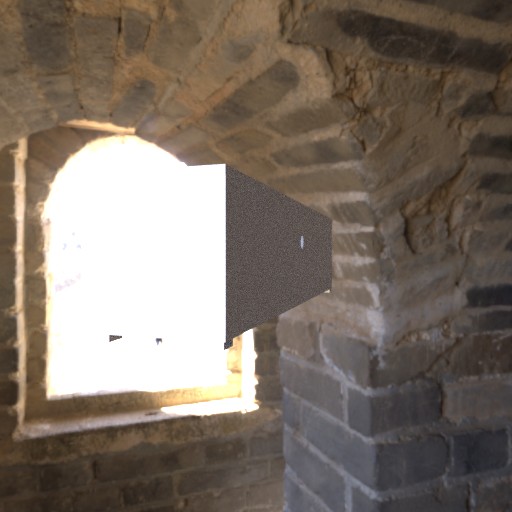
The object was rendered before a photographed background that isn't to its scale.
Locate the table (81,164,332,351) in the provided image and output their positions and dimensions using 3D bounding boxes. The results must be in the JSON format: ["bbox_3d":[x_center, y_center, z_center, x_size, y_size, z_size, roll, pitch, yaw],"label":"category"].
[{"bbox_3d":[0.000,0.000,1.837,0.390,0.420,1.650,0,0,18],"label":"table"}]
